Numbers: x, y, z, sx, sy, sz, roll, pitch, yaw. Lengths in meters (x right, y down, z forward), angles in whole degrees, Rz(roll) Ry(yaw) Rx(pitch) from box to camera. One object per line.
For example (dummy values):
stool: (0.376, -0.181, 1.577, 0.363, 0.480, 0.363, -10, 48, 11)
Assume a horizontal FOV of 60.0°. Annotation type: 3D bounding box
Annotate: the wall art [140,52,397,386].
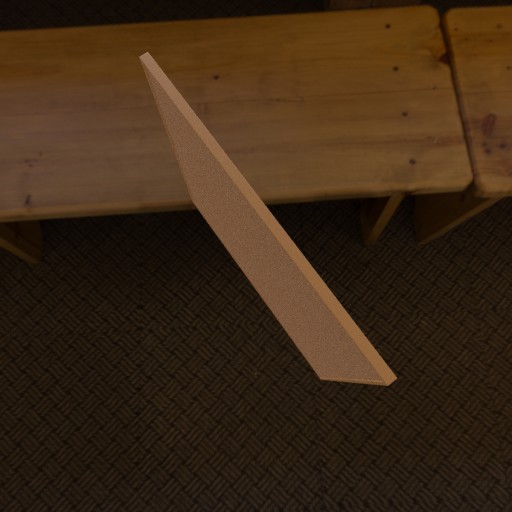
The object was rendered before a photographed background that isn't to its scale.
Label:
wall art: (0.000, 0.000, 0.696, 0.013, 0.455, 0.457, -34, 78, -9)
